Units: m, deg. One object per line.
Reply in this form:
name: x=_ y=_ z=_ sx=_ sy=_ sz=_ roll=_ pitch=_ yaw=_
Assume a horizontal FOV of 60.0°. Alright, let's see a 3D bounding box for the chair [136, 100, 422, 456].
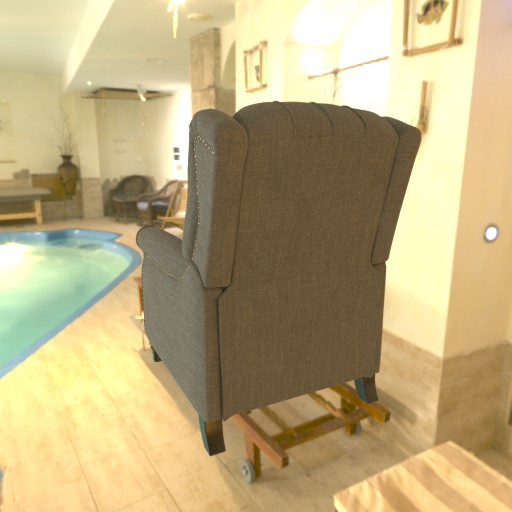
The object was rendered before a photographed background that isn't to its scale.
chair: x=0.000 y=0.000 z=1.656 sx=0.742 sy=1.035 sz=0.898 roll=-7 pitch=15 yaw=-27
